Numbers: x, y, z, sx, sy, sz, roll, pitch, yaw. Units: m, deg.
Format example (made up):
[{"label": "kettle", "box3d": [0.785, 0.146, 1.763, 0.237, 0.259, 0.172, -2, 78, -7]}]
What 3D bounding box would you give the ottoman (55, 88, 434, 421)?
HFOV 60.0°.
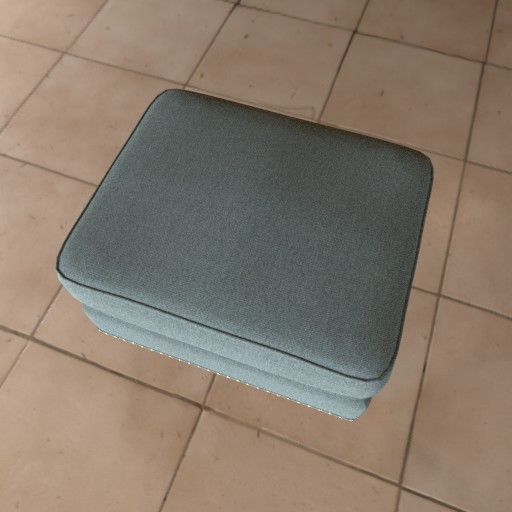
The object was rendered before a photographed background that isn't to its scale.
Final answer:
[{"label": "ottoman", "box3d": [0.000, 0.000, 1.144, 0.738, 0.537, 0.589, 17, 64, 9]}]
